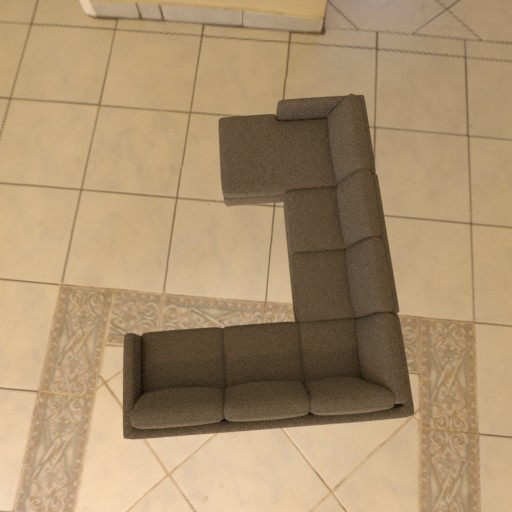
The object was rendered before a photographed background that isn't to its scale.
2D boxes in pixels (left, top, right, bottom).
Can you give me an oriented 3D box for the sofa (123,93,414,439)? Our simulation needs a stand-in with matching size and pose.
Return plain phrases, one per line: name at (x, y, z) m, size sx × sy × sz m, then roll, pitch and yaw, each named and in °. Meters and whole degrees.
sofa at (0.000, 0.000, 4.466) m, size 2.551 × 0.853 × 3.238 m, roll -4°, pitch 75°, yaw -1°
